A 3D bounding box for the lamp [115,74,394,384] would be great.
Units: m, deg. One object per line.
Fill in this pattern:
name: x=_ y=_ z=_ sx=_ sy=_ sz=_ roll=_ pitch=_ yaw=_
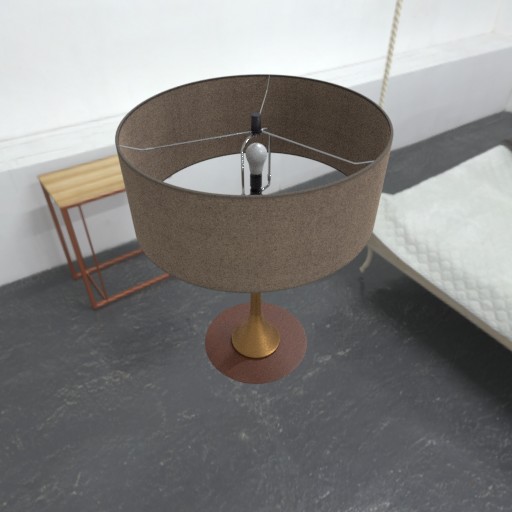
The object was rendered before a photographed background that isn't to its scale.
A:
lamp: x=0.000 y=0.000 z=0.833 sx=0.396 sy=0.551 sz=0.417 roll=26 pitch=47 yaw=27
